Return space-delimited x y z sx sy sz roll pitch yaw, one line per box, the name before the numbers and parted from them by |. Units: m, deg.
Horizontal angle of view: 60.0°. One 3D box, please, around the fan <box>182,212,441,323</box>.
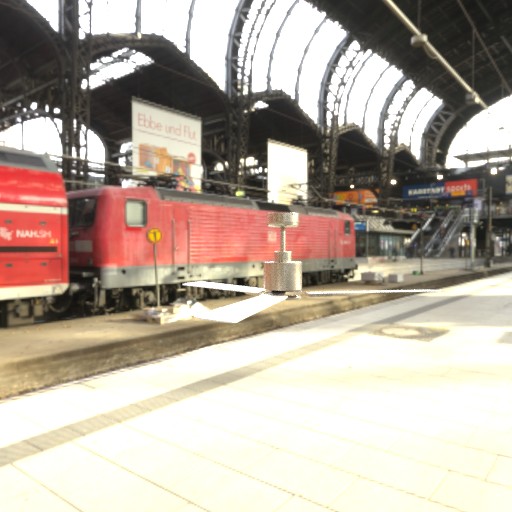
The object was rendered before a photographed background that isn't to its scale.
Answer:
fan | 0.000 0.000 2.343 1.531 0.446 1.561 1 2 36
